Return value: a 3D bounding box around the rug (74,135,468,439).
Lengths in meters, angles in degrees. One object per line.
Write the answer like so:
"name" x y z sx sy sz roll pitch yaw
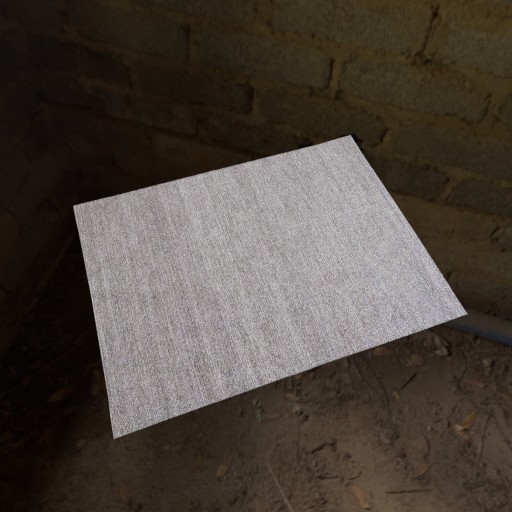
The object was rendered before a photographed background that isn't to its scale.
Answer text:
"rug" 0.000 0.000 4.303 3.202 0.045 2.434 -16 59 -10
